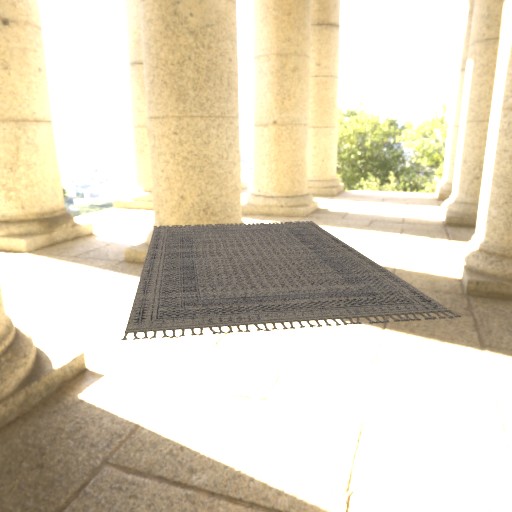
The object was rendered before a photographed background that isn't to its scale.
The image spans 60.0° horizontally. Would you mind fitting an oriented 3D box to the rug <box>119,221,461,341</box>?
[{"bbox_3d":[0.000,0.000,3.114,1.548,0.013,2.486,-2,15,-9],"label":"rug"}]
